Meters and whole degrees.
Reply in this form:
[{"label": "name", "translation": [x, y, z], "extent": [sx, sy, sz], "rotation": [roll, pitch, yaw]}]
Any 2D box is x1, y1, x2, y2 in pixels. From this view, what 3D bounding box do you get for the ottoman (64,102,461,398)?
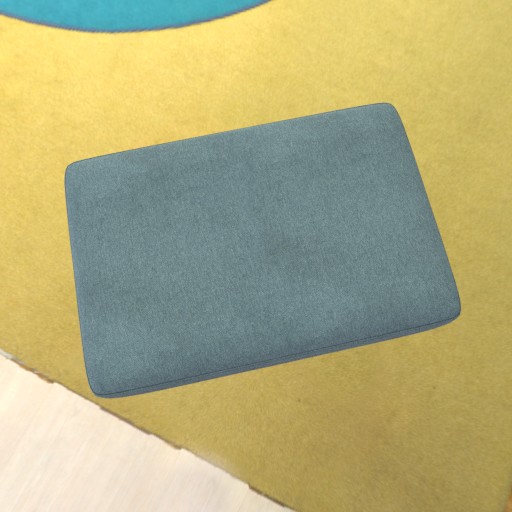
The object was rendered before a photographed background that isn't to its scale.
[{"label": "ottoman", "translation": [0.000, 0.000, 1.202], "extent": [0.864, 0.483, 0.584], "rotation": [-12, 76, -3]}]
